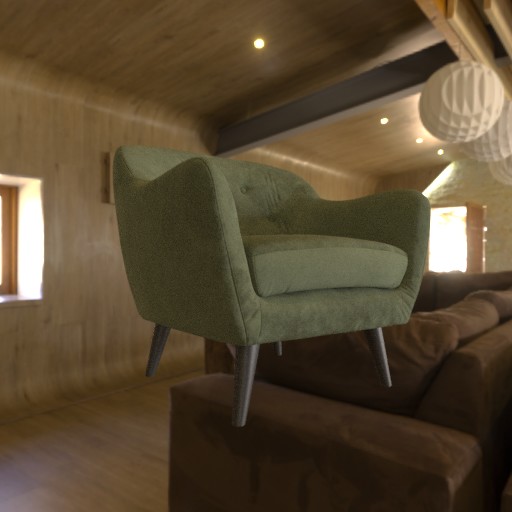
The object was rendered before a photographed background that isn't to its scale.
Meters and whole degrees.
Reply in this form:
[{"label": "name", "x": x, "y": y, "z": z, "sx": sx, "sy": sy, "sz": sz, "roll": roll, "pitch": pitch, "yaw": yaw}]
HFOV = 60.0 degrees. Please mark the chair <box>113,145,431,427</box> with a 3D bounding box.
[{"label": "chair", "x": 0.000, "y": 0.000, "z": 1.468, "sx": 0.840, "sy": 0.804, "sz": 0.819, "roll": 0, "pitch": 0, "yaw": -36}]
